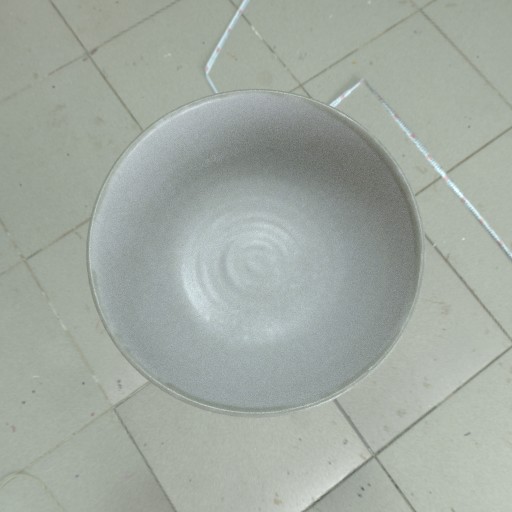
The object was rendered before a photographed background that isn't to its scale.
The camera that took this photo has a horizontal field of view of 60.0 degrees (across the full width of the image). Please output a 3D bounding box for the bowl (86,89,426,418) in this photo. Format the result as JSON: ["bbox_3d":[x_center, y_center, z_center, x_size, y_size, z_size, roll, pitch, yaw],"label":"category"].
[{"bbox_3d":[0.000,0.000,0.407,0.268,0.121,0.268,0,77,0],"label":"bowl"}]
